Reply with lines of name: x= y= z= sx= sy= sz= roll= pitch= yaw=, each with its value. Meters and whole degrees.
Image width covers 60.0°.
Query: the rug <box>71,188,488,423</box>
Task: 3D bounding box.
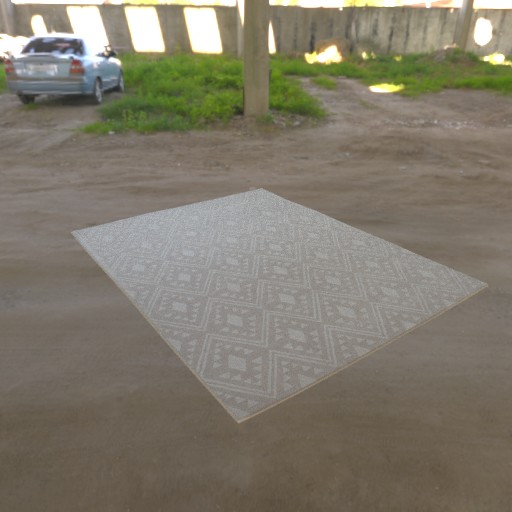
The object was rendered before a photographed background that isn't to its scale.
rug: x=0.000 y=0.000 z=3.974 sx=2.399 sy=0.054 sz=3.011 roll=-18 pitch=32 yaw=-32
